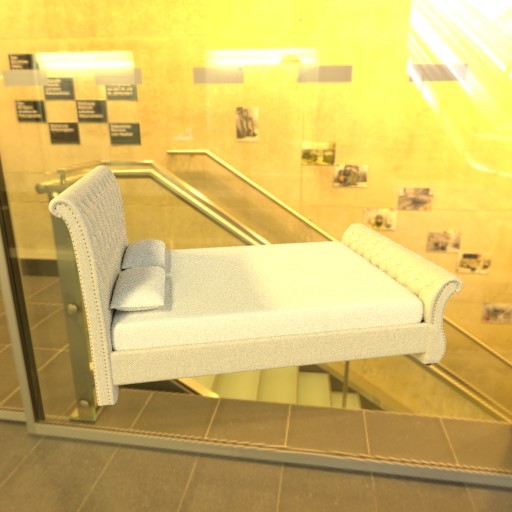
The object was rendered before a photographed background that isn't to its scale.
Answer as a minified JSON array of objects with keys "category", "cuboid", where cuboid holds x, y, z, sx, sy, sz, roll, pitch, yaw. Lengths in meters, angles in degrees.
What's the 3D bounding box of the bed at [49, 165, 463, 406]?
[{"category":"bed","cuboid":[0.000,0.000,3.431,2.493,1.268,1.606,-3,18,-10]}]
